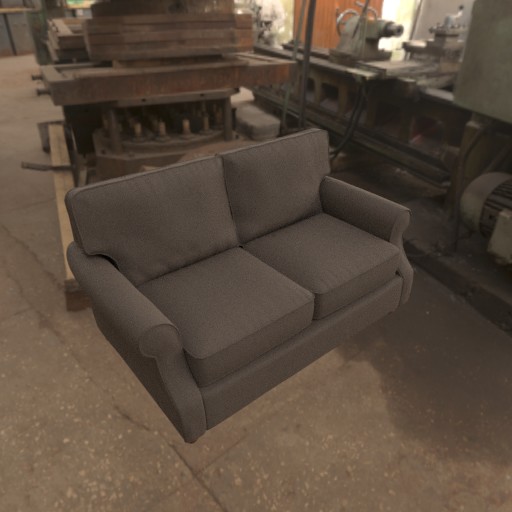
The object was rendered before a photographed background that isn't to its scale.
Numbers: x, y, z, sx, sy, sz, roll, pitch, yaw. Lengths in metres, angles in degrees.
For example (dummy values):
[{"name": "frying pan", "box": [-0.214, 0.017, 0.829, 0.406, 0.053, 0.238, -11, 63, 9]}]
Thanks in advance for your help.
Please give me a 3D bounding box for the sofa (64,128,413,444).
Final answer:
[{"name": "sofa", "box": [0.000, 0.000, 2.272, 1.665, 0.937, 0.964, -23, 38, -33]}]
